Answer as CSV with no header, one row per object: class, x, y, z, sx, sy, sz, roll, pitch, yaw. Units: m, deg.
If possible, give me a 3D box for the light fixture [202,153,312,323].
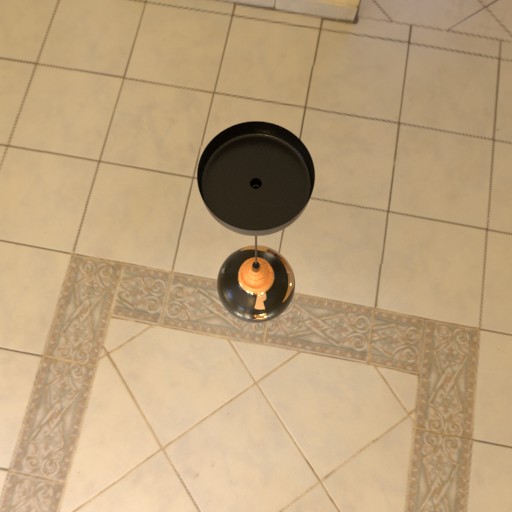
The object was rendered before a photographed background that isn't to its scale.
light fixture,0.000,0.000,1.812,0.430,1.606,0.430,1,76,0
